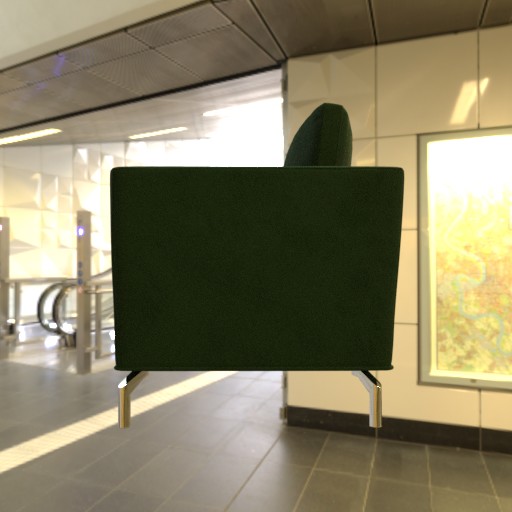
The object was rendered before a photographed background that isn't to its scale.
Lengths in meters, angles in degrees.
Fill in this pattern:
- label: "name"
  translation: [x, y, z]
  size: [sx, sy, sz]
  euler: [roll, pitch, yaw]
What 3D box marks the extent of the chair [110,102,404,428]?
- label: "chair"
  translation: [0.000, 0.000, 1.772]
  size: [0.852, 0.997, 1.047]
  euler: [0, -1, 0]
